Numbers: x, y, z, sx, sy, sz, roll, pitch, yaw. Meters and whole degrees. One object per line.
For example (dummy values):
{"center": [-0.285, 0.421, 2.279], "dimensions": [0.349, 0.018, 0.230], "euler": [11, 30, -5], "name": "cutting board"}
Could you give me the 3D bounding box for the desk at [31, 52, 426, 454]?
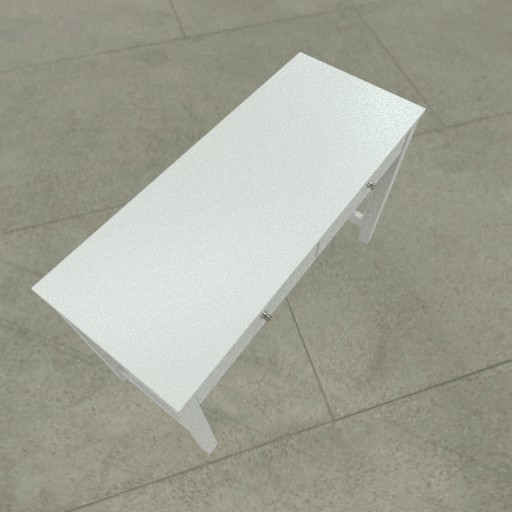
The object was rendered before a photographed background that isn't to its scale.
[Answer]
{"center": [0.000, 0.000, 1.594], "dimensions": [0.504, 0.762, 1.191], "euler": [33, 64, 18], "name": "desk"}
